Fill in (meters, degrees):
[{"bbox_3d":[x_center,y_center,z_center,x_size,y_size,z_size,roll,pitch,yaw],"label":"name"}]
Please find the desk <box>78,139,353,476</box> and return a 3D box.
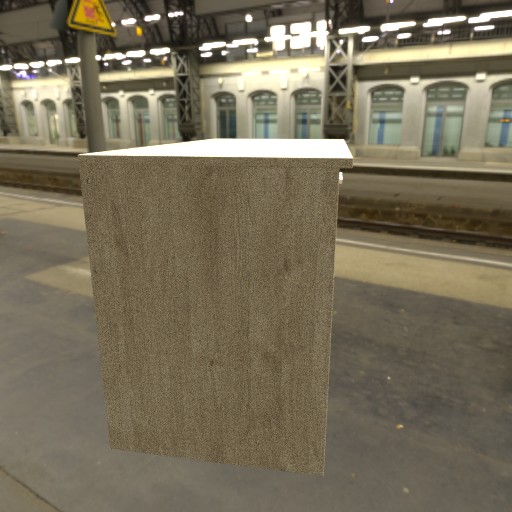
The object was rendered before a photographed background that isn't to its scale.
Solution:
[{"bbox_3d":[0.000,0.000,1.496,0.560,0.730,1.100,3,17,9],"label":"desk"}]
